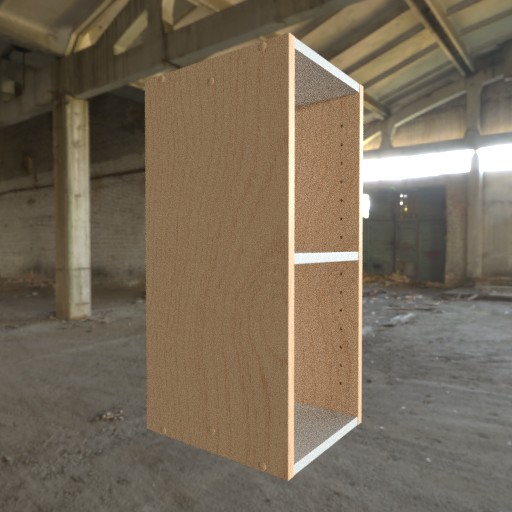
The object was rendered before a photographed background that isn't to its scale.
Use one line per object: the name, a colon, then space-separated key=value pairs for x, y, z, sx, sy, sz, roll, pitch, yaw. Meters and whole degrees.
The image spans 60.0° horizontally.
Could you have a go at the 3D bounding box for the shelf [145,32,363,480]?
shelf: x=0.000 y=0.000 z=0.778 sx=0.290 sy=0.600 sz=0.250 roll=1 pitch=2 yaw=36
